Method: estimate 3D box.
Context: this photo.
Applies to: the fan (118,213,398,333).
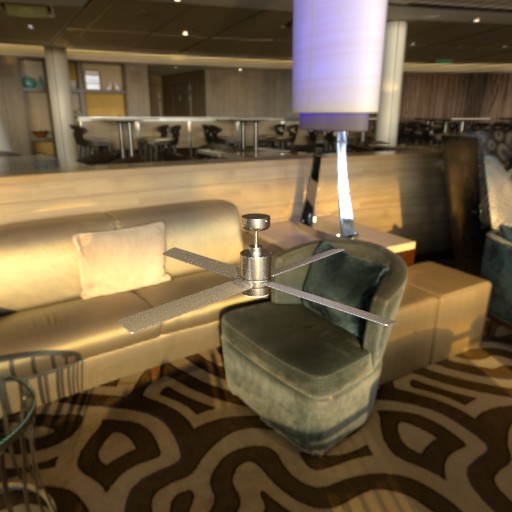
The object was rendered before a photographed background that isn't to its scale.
[{"bbox_3d":[0.000,0.000,1.948,1.322,0.355,1.322,16,23,41],"label":"fan"}]
